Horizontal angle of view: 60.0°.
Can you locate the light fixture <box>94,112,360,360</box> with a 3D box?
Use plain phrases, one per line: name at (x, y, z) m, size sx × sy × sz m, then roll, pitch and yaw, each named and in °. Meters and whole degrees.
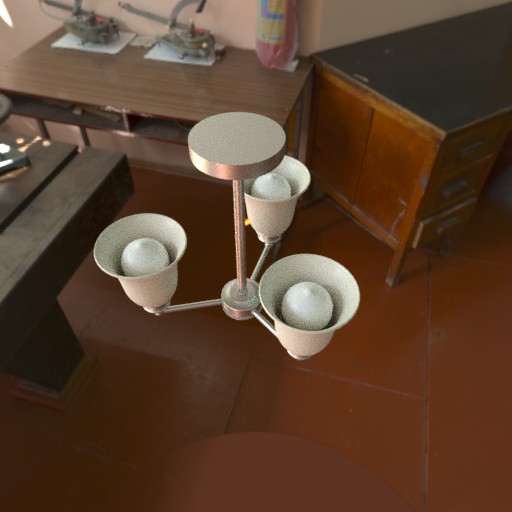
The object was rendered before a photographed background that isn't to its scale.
light fixture at (0.000, 0.000, 0.662) m, size 0.388 × 0.370 × 0.354 m, roll -31°, pitch 54°, yaw -26°
